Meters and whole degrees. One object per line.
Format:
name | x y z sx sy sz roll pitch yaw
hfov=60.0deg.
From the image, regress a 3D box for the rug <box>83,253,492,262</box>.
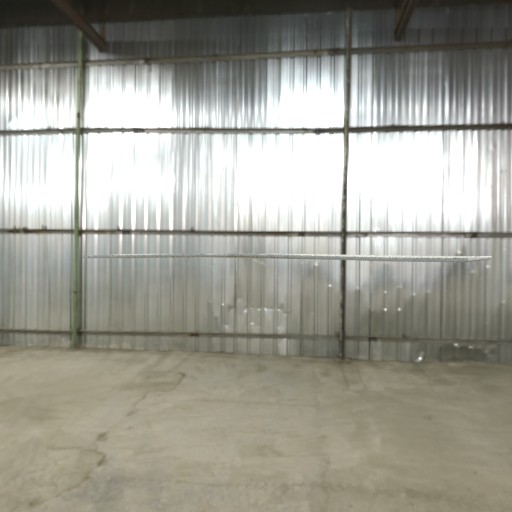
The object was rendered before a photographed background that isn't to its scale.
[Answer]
rug | 0.000 0.000 2.547 2.341 0.037 0.675 0 1 35
